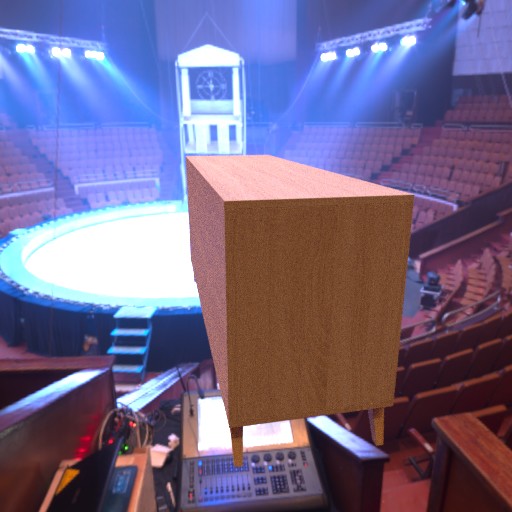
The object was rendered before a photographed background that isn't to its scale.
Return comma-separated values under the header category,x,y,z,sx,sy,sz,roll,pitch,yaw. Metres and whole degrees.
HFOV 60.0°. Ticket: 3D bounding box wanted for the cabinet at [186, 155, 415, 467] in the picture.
category,x,y,z,sx,sy,sz,roll,pitch,yaw
cabinet,0.000,0.000,1.990,0.500,0.780,1.649,-3,17,-11
